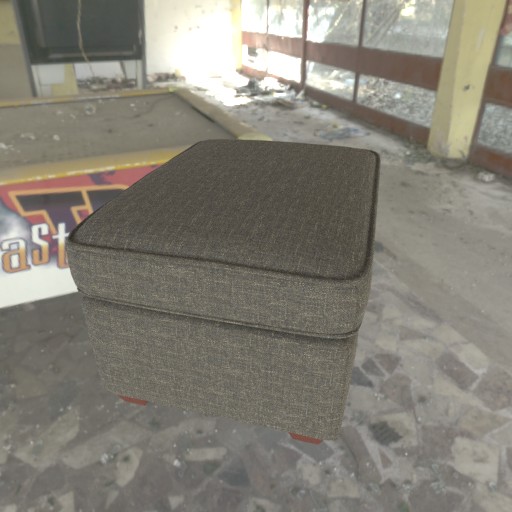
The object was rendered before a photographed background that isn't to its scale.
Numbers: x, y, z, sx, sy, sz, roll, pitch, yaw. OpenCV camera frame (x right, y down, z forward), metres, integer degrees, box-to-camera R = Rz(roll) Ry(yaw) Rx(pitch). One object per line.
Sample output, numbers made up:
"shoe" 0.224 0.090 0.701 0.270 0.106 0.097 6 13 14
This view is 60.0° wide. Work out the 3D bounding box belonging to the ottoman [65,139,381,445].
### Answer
"ottoman" 0.000 0.000 1.103 0.549 0.450 0.749 7 30 13
